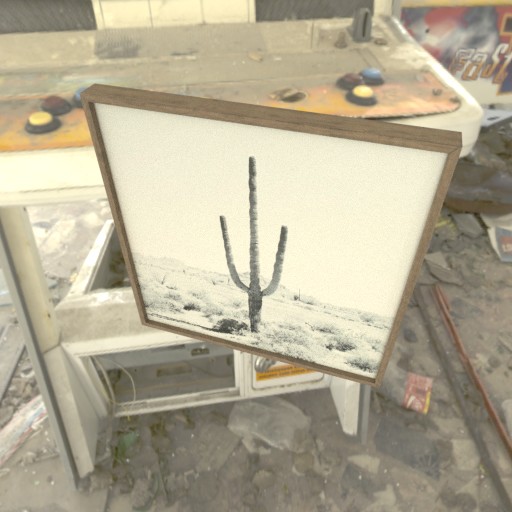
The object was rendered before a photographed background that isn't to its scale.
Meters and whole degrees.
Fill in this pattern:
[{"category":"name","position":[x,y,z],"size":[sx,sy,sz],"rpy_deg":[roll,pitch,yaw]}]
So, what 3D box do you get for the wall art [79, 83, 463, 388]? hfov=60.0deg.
[{"category":"wall art","position":[0.000,0.000,0.747],"size":[0.508,0.508,0.038],"rpy_deg":[12,43,13]}]
